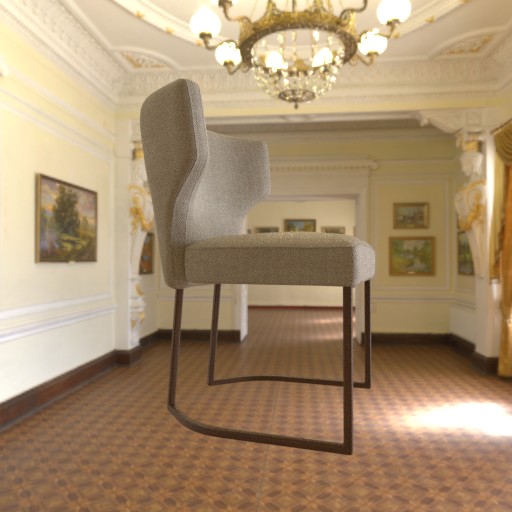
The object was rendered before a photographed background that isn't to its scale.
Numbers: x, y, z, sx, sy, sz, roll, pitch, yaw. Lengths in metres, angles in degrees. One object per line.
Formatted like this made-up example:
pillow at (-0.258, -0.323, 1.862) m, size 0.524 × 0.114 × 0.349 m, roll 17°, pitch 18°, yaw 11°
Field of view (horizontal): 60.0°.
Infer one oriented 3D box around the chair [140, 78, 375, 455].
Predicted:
chair at (0.000, 0.000, 1.244) m, size 0.617 × 0.824 × 0.611 m, roll 0°, pitch -1°, yaw 19°
